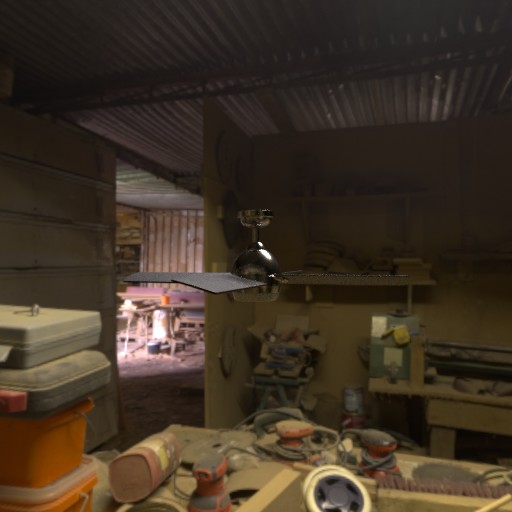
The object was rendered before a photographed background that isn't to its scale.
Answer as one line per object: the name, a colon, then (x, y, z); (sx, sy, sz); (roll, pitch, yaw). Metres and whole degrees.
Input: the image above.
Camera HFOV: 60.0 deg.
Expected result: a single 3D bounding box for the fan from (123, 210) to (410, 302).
fan: (0.000, 0.000, 2.026); (1.332, 0.403, 1.332); (0, -1, 18)
